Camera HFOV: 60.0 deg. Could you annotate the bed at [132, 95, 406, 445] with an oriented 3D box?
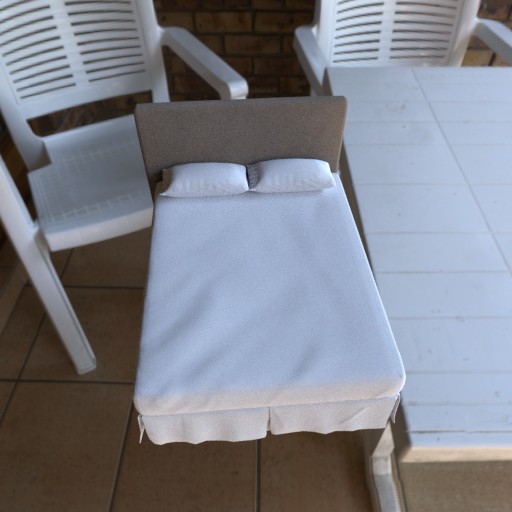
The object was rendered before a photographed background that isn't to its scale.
[{"bbox_3d":[0.000,0.000,3.185,1.723,1.330,2.142,-3,47,-3],"label":"bed"}]
